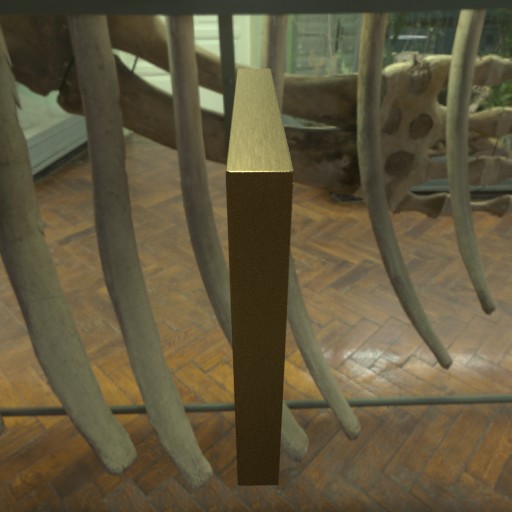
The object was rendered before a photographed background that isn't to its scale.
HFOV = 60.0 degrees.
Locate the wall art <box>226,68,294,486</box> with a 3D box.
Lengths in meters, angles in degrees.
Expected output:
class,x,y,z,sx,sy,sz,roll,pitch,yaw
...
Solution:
class,x,y,z,sx,sy,sz,roll,pitch,yaw
wall art,0.000,0.000,0.452,0.037,0.305,0.305,0,33,-1
